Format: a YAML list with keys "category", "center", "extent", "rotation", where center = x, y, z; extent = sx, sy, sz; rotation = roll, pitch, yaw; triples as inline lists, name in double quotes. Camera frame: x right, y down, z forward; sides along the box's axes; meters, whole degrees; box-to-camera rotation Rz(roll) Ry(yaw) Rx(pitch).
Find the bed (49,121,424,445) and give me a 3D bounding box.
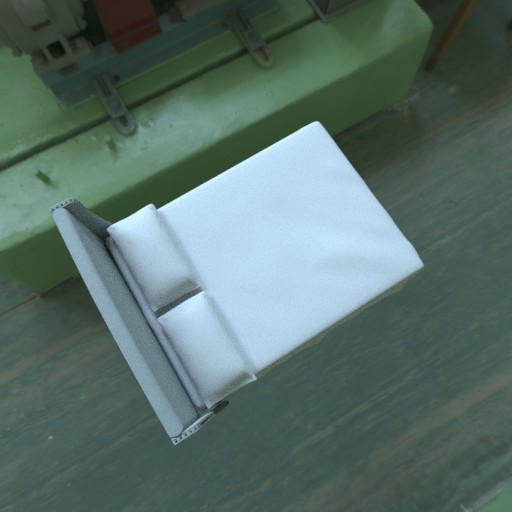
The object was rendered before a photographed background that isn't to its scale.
- category: "bed"
  center: [0.000, 0.000, 3.480]
  extent: [2.237, 1.407, 1.710]
  rotation: [-31, 77, -8]
